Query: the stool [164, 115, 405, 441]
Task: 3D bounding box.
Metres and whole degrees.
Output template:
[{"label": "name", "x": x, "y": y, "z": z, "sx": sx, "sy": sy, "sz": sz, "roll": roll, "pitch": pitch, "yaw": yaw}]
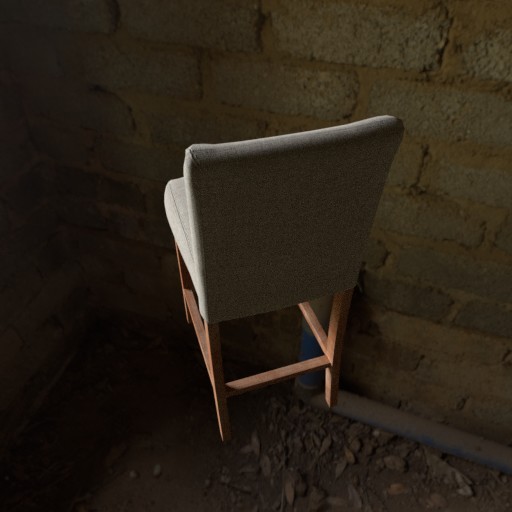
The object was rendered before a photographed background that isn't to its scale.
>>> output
[{"label": "stool", "x": 0.000, "y": 0.000, "z": 1.331, "sx": 0.454, "sy": 1.039, "sz": 0.567, "roll": -12, "pitch": 44, "yaw": -13}]
